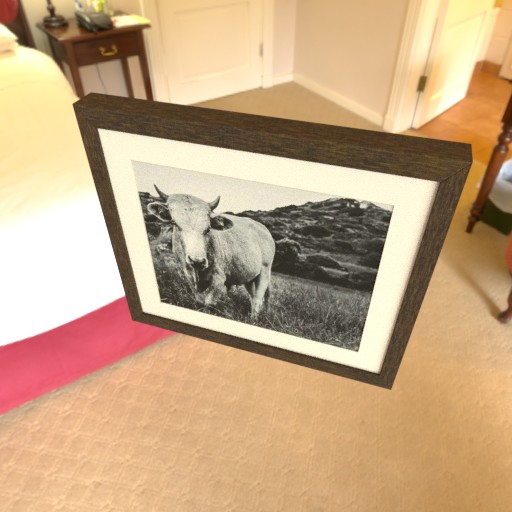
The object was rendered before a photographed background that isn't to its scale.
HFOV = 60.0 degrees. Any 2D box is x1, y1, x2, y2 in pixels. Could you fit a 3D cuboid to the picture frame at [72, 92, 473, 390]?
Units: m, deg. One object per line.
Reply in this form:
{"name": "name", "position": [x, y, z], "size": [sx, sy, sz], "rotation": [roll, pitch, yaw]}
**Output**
{"name": "picture frame", "position": [0.000, 0.000, 0.521], "size": [0.378, 0.330, 0.033], "rotation": [12, 42, 14]}
